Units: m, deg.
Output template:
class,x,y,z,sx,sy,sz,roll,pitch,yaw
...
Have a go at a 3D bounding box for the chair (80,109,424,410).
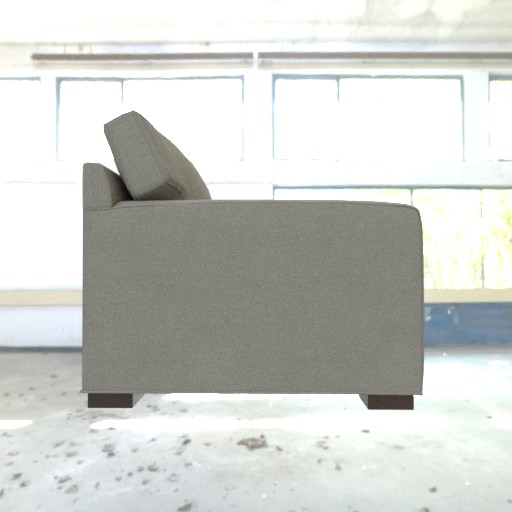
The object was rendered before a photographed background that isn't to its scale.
class,x,y,z,sx,sy,sz,roll,pitch,yaw
chair,0.000,0.000,1.819,1.044,0.934,0.999,0,-1,1
